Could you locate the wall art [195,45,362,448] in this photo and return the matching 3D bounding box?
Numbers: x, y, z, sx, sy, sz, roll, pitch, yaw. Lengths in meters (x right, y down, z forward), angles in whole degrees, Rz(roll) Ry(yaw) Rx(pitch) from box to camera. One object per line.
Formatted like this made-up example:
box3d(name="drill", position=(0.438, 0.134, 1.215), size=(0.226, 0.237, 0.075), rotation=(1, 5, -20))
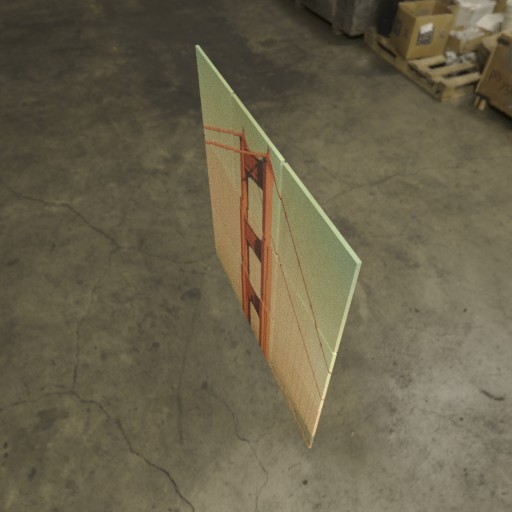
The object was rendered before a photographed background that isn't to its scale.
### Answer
box3d(name="wall art", position=(0.000, 0.000, 1.817), size=(0.013, 1.219, 1.214), rotation=(-17, 51, -15))
